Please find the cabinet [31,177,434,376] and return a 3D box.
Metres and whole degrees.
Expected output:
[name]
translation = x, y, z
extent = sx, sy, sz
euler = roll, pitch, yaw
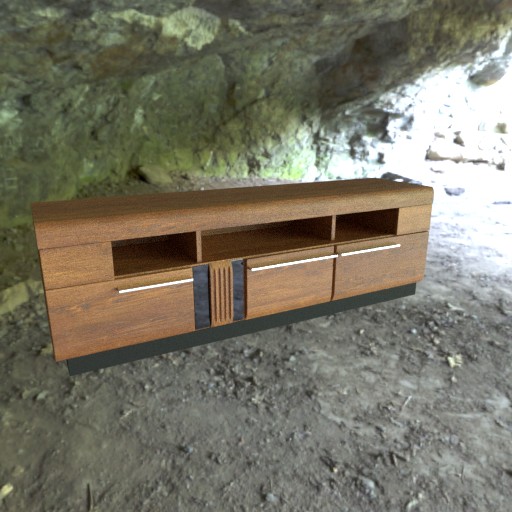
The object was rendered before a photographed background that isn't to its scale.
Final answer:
[cabinet]
translation = 0.000, 0.000, 1.835
extent = 1.600, 0.510, 0.419
euler = -9, 19, -26
